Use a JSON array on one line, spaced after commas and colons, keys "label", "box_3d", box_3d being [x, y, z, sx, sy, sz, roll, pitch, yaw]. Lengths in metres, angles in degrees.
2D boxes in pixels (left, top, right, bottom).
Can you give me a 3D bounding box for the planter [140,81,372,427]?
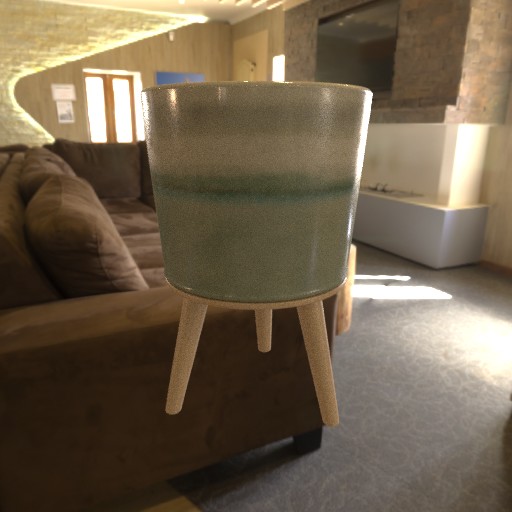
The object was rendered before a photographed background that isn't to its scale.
[{"label": "planter", "box_3d": [0.000, 0.000, 0.577, 0.265, 0.404, 0.265, -3, 17, -10]}]
